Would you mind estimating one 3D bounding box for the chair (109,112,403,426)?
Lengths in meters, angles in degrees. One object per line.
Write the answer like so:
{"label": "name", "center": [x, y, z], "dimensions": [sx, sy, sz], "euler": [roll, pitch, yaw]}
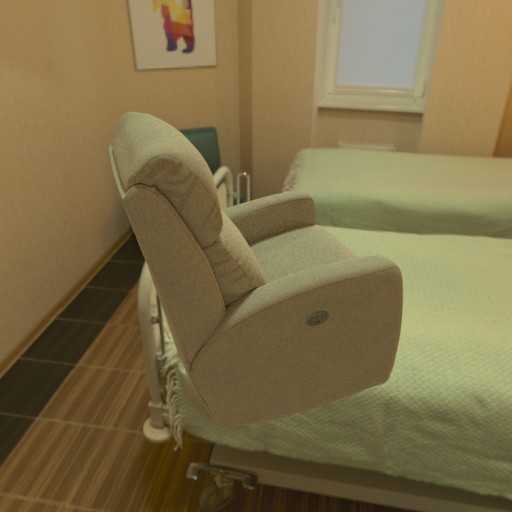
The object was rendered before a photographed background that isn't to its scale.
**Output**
{"label": "chair", "center": [0.000, 0.000, 1.689], "dimensions": [0.940, 1.021, 0.794], "euler": [-10, 30, -17]}
